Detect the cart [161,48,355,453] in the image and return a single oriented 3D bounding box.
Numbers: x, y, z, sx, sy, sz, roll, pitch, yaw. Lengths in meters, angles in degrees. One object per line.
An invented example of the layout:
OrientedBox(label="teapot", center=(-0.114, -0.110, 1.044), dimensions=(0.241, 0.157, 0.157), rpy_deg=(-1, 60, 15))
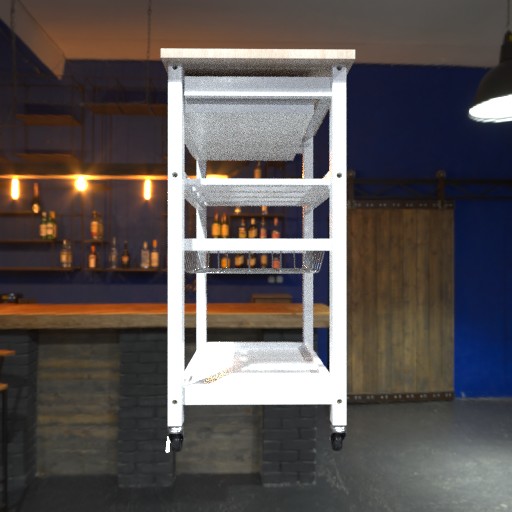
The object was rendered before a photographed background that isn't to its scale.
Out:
OrientedBox(label="cart", center=(0.000, 0.000, 1.207), dimensions=(0.406, 0.857, 0.578), rpy_deg=(0, 0, -1))
